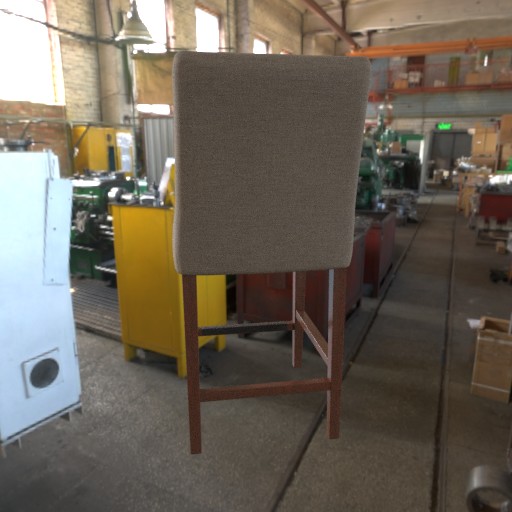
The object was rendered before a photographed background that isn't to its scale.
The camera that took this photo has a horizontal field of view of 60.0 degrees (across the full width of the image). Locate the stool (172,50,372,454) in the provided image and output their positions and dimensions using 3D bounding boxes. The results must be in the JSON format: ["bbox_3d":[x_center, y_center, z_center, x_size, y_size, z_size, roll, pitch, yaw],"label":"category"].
[{"bbox_3d":[0.000,0.000,1.266,0.470,0.981,0.577,-2,14,-9],"label":"stool"}]
